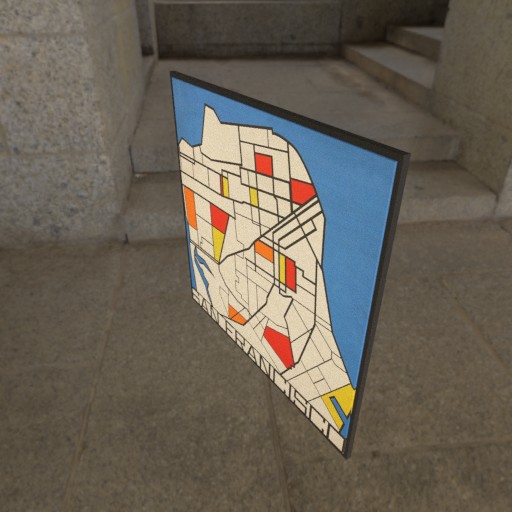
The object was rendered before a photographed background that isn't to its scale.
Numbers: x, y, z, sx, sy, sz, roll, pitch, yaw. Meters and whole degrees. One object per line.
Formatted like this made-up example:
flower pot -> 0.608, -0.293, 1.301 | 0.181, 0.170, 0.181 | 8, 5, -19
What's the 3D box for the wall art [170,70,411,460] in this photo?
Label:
wall art -> 0.000, 0.000, 0.974 | 0.015, 0.663, 0.664 | -21, 39, -29
